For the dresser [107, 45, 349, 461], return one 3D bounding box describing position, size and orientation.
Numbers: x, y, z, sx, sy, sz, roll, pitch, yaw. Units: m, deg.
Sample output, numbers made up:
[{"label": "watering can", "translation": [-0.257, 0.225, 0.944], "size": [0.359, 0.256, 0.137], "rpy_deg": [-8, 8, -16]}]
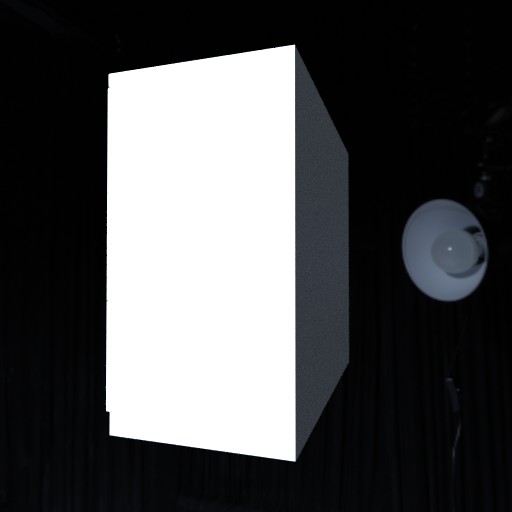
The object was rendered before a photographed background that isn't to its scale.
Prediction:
[{"label": "dresser", "translation": [0.000, 0.000, 1.246], "size": [0.420, 0.740, 0.830], "rpy_deg": [0, -1, 18]}]
